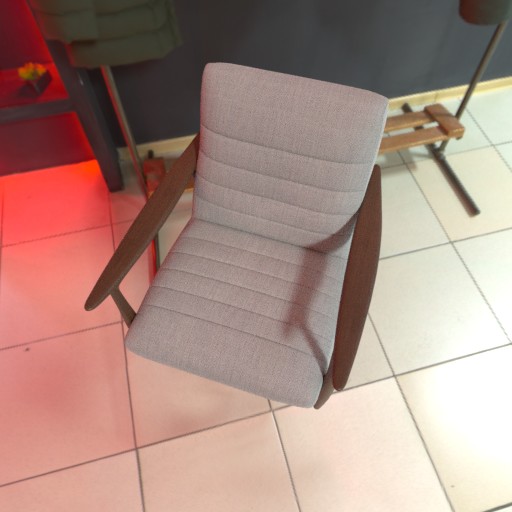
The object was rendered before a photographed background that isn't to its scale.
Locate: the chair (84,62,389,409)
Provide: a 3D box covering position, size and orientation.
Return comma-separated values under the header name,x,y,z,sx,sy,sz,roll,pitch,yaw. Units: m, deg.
name,x,y,z,sx,sy,sz,roll,pitch,yaw
chair,0.000,0.000,1.444,0.741,0.832,0.798,16,60,9
